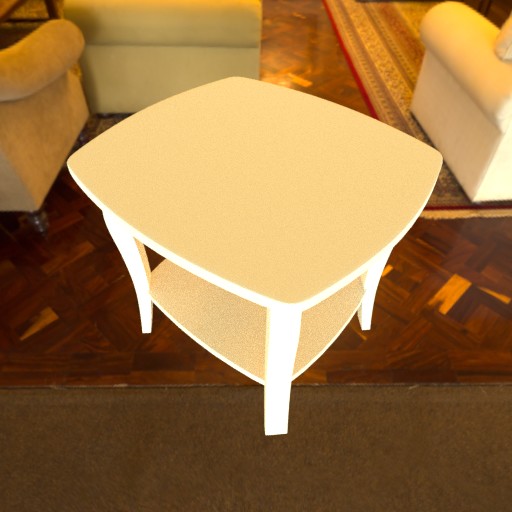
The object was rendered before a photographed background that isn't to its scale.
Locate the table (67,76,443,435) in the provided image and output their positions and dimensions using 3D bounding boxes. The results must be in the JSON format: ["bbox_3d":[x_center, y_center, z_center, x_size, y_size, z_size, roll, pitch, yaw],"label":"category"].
[{"bbox_3d":[0.000,0.000,0.839,0.502,0.438,0.451,31,53,27],"label":"table"}]
